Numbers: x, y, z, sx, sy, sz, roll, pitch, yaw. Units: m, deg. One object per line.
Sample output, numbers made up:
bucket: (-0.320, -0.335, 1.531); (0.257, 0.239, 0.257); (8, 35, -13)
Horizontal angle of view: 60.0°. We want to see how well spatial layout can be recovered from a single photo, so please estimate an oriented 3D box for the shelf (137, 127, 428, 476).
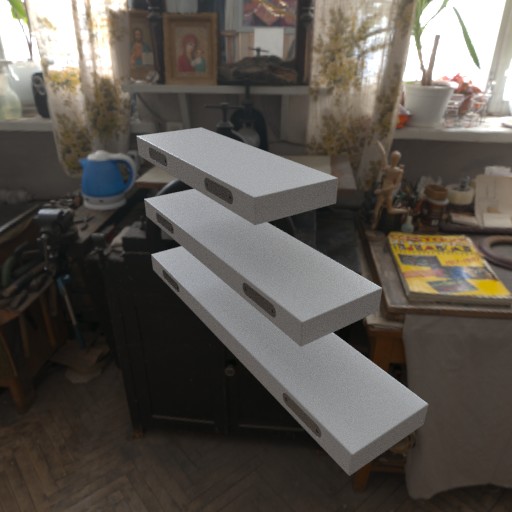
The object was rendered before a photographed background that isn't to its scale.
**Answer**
shelf: (0.000, 0.000, 0.723); (0.140, 0.293, 0.610); (-17, 32, -30)
